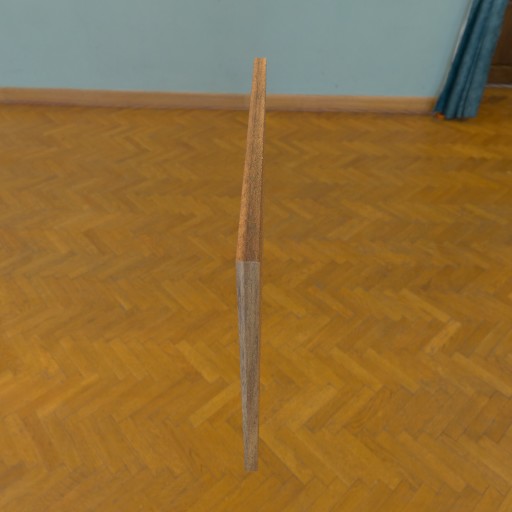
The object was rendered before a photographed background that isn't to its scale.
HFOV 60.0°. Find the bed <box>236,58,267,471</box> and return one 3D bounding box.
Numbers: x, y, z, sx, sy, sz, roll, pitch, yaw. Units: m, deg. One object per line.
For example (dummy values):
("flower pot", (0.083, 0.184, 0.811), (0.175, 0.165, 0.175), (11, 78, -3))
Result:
("bed", (0.000, 0.000, 1.499), (0.043, 0.940, 1.041), (1, 43, 1))
